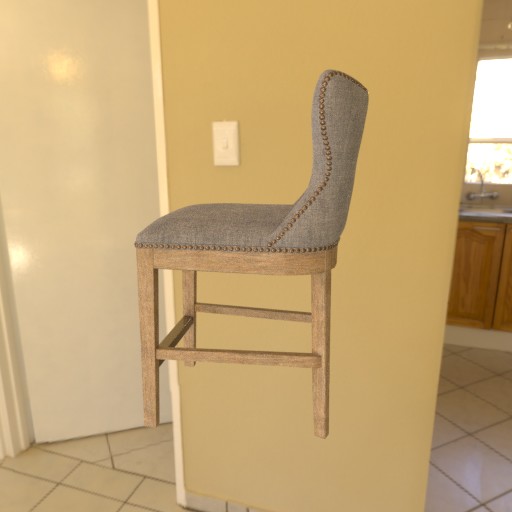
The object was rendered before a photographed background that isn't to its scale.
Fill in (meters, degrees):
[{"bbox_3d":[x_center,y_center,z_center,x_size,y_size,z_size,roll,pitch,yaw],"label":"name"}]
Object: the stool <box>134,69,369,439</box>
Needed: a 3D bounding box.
[{"bbox_3d":[0.000,0.000,1.342,0.608,0.981,0.498,2,15,9],"label":"stool"}]
